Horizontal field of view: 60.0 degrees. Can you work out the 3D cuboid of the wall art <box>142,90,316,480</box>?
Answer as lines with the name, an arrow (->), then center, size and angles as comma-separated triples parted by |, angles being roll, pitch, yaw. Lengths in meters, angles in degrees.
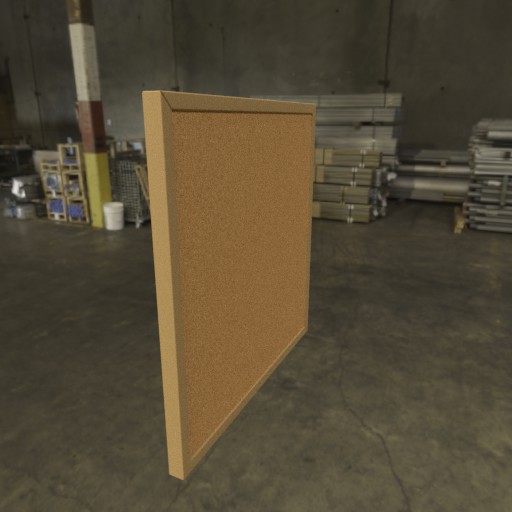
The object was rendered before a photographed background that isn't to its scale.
wall art -> 0.000, 0.000, 1.144 | 0.037, 0.761, 0.761 | 8, 19, 25
